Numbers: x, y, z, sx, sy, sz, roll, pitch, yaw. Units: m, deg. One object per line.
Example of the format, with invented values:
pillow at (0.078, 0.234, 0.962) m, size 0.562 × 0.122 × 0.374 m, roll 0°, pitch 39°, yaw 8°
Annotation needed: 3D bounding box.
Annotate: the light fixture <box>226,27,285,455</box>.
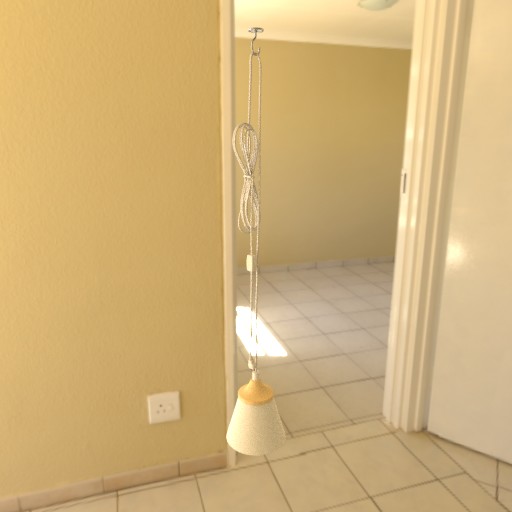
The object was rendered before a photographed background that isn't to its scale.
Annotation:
light fixture at (0.000, 0.000, 1.035) m, size 0.153 × 0.966 × 0.153 m, roll -7°, pitch 16°, yaw -26°
